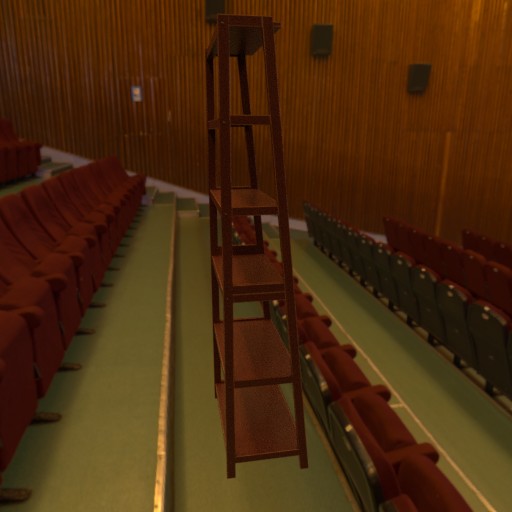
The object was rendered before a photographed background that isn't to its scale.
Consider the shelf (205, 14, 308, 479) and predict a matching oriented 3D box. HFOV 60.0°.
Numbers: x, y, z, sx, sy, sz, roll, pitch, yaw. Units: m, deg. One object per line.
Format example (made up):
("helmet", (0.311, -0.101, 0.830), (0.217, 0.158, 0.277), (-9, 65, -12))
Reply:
("shelf", (0.000, 0.000, 2.090), (0.381, 1.892, 0.660), (-3, 16, -10))
